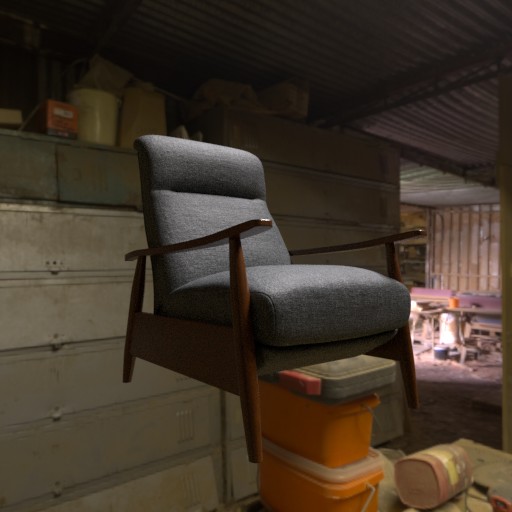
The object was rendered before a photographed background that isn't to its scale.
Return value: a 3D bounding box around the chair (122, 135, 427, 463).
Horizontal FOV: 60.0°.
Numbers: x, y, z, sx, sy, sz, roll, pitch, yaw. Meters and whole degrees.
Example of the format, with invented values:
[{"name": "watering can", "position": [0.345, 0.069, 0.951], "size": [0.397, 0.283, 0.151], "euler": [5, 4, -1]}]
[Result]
[{"name": "chair", "position": [0.000, 0.000, 1.754], "size": [0.762, 1.082, 1.030], "euler": [0, -1, -37]}]
